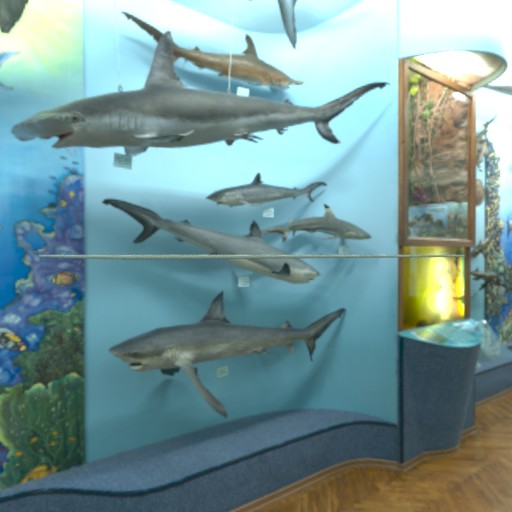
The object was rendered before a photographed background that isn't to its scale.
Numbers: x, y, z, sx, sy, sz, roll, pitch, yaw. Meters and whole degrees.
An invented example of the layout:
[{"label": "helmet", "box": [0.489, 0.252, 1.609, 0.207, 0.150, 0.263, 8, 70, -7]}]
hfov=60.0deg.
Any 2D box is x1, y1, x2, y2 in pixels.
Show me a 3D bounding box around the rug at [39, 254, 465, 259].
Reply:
[{"label": "rug", "box": [0.000, 0.000, 2.829, 2.290, 0.014, 1.526, 0, 0, -36]}]
